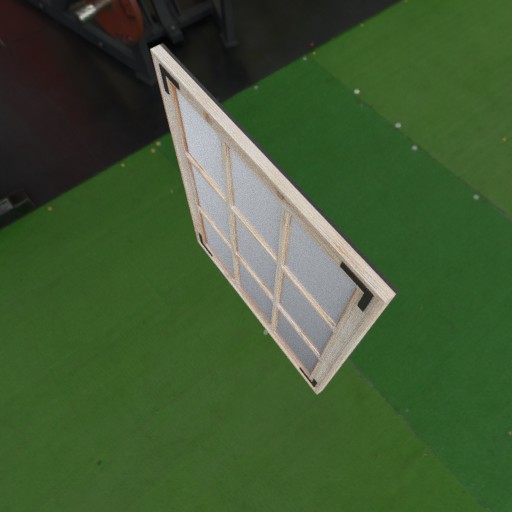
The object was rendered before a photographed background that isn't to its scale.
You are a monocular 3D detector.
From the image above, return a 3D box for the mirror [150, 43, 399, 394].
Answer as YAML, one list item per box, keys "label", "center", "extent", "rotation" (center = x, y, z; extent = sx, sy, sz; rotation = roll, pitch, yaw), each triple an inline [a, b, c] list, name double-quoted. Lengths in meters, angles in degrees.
- label: "mirror"
  center: [0.000, 0.000, 1.234]
  extent: [0.032, 0.882, 0.730]
  rotation: [-34, 68, -15]
